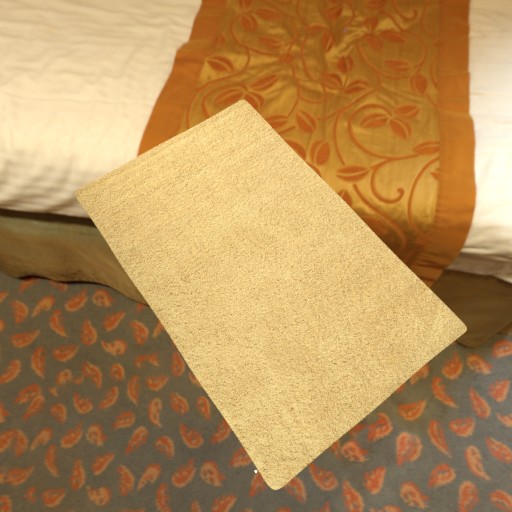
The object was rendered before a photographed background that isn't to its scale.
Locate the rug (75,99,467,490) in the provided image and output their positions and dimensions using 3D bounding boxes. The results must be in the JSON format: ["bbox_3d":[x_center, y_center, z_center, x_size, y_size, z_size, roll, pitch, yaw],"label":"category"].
[{"bbox_3d":[0.000,0.000,2.931,1.500,0.025,2.349,-34,69,-15],"label":"rug"}]
